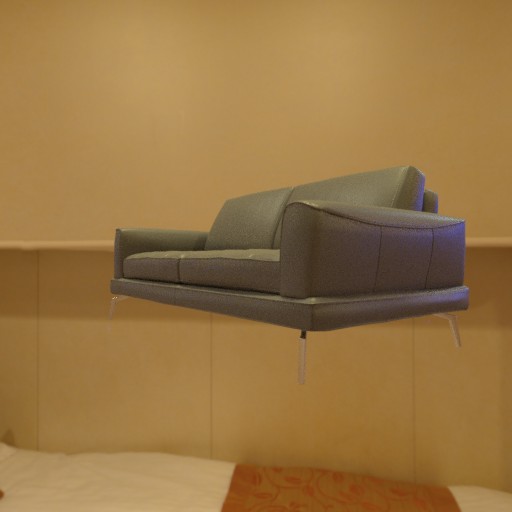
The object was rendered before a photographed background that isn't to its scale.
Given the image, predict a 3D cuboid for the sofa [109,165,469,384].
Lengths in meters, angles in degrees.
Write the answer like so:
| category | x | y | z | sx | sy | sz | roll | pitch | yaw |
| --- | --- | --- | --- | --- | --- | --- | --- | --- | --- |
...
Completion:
| category | x | y | z | sx | sy | sz | roll | pitch | yaw |
| --- | --- | --- | --- | --- | --- | --- | --- | --- | --- |
| sofa | 0.000 | 0.000 | 2.709 | 1.121 | 0.930 | 2.177 | 0 | 0 | -36 |
